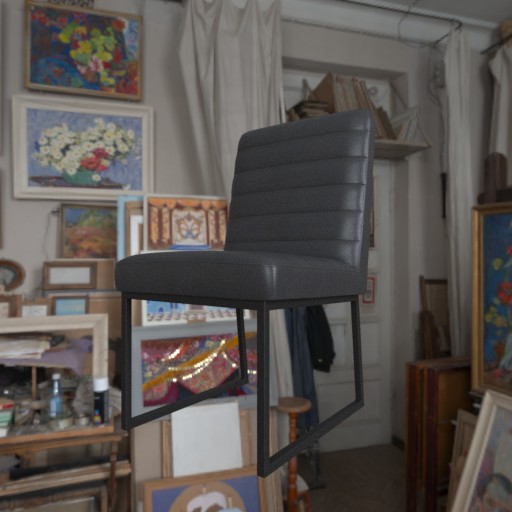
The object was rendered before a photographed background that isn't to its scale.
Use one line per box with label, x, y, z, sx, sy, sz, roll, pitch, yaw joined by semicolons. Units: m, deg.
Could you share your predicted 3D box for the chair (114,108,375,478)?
chair;0.000;0.000;1.301;0.520;0.930;0.634;0;0;35
